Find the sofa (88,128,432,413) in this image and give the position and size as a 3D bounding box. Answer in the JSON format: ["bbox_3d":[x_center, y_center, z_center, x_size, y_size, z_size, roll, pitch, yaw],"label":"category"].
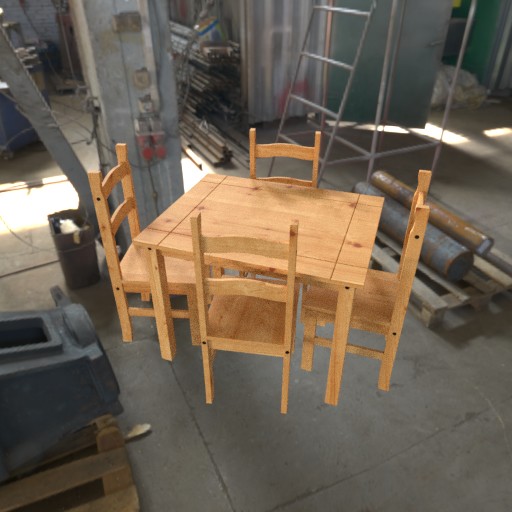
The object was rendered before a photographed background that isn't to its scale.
[{"bbox_3d":[0.000,0.000,2.288,1.529,1.000,1.144,11,35,16],"label":"sofa"}]
